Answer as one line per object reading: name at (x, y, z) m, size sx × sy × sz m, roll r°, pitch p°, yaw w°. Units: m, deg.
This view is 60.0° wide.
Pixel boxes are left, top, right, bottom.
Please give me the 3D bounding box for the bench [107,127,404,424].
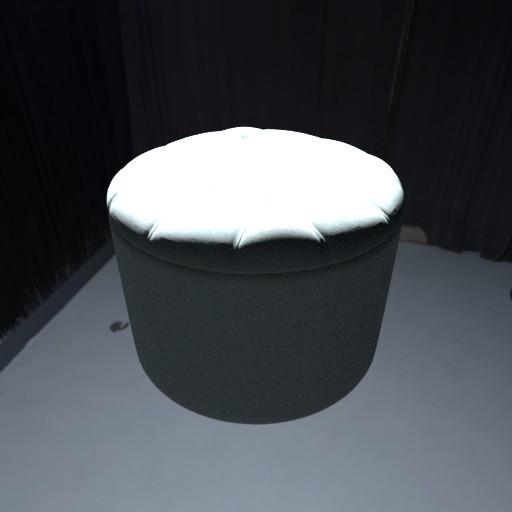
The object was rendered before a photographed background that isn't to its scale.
bench at (0.000, 0.000, 1.015) m, size 0.600 × 0.453 × 0.600 m, roll 0°, pitch 33°, yaw 0°
